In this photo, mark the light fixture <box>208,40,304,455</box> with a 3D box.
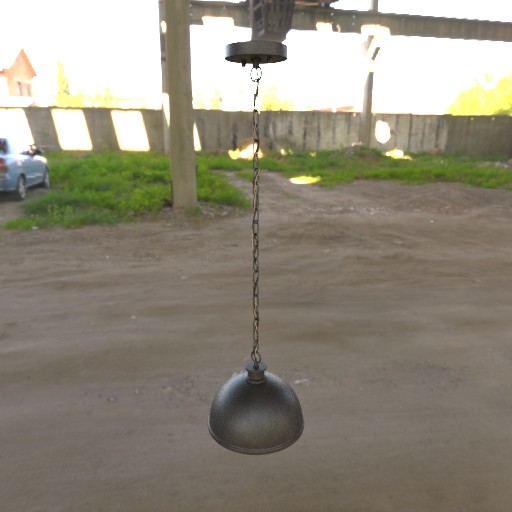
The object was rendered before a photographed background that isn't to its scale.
[{"bbox_3d":[0.000,0.000,1.259,0.304,1.090,0.304,15,21,43],"label":"light fixture"}]
